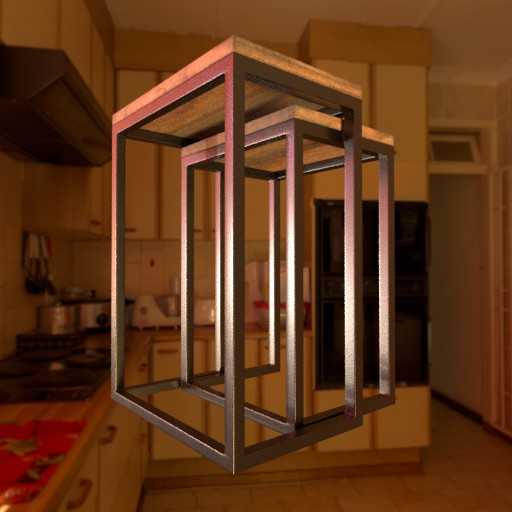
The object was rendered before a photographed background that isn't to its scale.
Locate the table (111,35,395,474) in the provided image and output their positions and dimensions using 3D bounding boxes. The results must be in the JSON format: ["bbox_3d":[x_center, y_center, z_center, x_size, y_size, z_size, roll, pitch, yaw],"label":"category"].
[{"bbox_3d":[0.000,0.000,0.927,0.460,0.615,0.456,1,-1,-37],"label":"table"}]
